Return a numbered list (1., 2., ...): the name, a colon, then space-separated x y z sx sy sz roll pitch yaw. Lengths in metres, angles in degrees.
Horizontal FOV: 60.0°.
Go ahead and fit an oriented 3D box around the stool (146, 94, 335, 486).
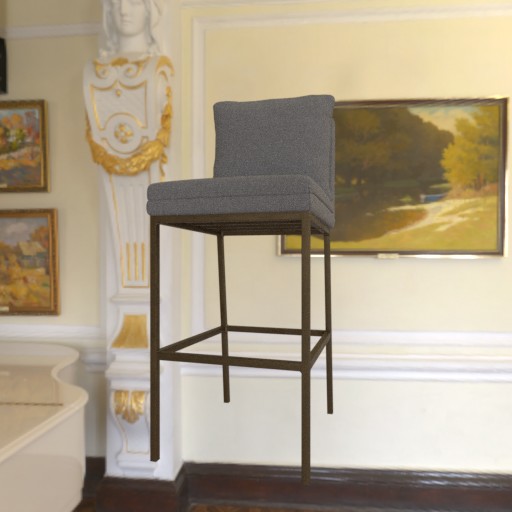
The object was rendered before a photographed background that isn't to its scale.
1. stool: 0.000 0.000 1.411 0.463 1.132 0.569 0 0 18
